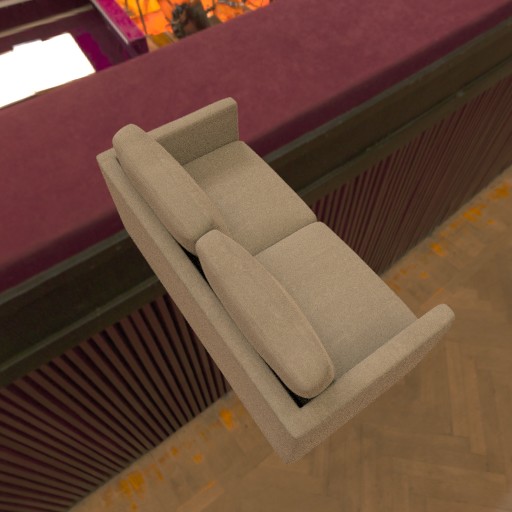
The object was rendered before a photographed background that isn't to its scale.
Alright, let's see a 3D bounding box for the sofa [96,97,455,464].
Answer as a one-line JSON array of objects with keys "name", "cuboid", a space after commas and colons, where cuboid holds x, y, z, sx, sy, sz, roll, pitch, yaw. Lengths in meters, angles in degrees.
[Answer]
[{"name": "sofa", "cuboid": [0.000, 0.000, 2.467, 0.950, 0.963, 1.884, -31, 62, -18]}]
